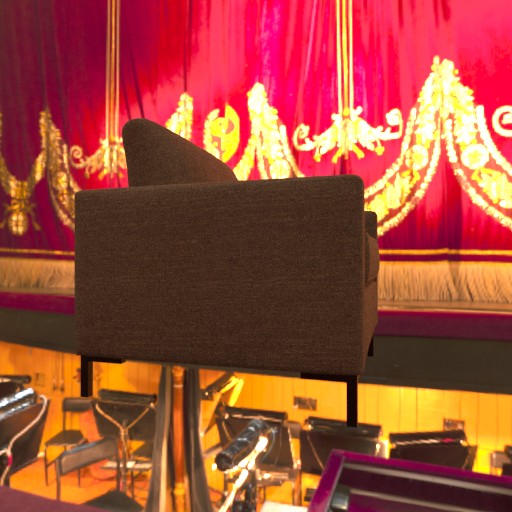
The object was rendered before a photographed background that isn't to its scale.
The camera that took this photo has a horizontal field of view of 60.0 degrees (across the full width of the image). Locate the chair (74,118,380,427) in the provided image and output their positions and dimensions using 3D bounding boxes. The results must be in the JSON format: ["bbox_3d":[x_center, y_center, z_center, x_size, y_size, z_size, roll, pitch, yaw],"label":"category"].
[{"bbox_3d":[0.000,0.000,1.600,0.845,0.841,0.940,0,-1,18],"label":"chair"}]
